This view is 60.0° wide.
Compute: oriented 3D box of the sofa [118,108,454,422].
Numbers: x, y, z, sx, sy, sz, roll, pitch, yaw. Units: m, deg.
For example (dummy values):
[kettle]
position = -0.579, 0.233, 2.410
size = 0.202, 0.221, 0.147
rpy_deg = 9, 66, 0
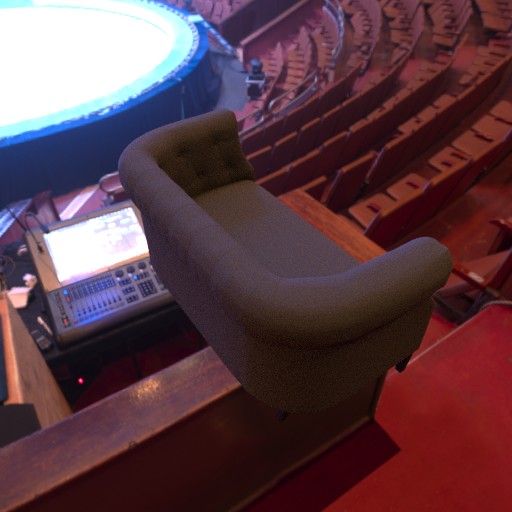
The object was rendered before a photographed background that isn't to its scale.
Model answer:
[sofa]
position = 0.000, 0.000, 2.089
size = 0.835, 0.827, 1.558
rpy_deg = -24, 47, -25
